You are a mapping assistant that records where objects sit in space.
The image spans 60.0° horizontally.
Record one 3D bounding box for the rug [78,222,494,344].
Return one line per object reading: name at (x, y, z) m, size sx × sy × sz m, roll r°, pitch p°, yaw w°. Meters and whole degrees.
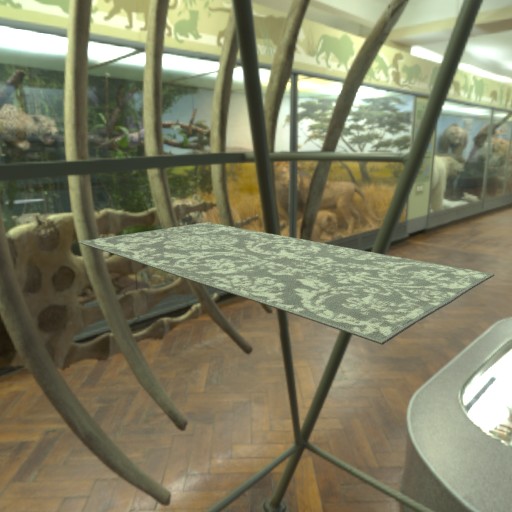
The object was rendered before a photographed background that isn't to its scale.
rug at (0.000, 0.000, 1.406) m, size 1.219 × 0.007 × 0.604 m, roll 13°, pitch 19°, yaw 43°
